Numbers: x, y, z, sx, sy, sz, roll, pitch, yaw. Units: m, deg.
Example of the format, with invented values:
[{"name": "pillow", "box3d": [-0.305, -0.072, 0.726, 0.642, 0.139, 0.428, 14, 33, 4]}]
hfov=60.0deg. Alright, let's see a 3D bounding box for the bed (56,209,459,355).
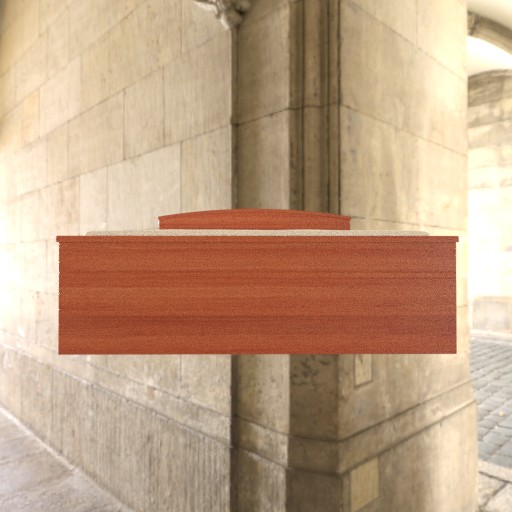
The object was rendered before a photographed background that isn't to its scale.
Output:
[{"name": "bed", "box3d": [0.000, 0.000, 2.877, 1.683, 0.848, 2.053, 0, -1, -1]}]
